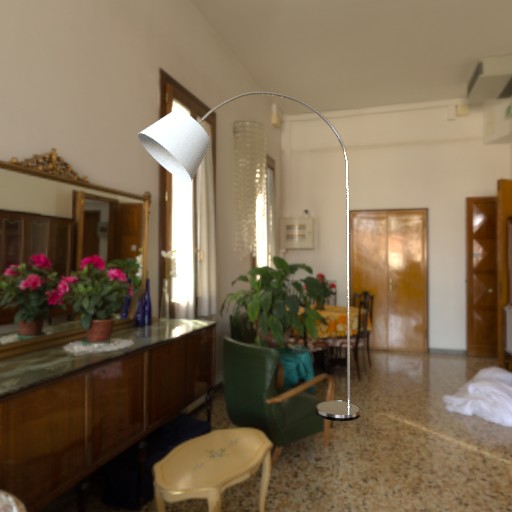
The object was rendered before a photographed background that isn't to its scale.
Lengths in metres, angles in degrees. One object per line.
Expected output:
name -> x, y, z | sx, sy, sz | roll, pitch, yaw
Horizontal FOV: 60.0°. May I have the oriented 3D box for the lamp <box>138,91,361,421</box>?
lamp -> 0.000, 0.000, 2.793 | 1.445, 2.098, 0.406 | 0, -1, -18
